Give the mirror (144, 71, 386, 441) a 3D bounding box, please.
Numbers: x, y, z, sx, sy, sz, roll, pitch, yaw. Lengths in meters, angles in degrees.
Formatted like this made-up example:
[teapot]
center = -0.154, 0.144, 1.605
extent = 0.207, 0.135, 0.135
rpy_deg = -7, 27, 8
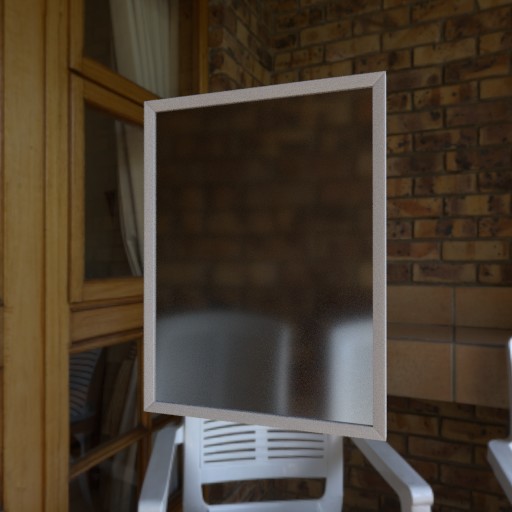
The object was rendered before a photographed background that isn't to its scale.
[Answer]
[mirror]
center = 0.000, 0.000, 1.354
extent = 0.762, 1.016, 0.040
rpy_deg = 0, 0, 18
